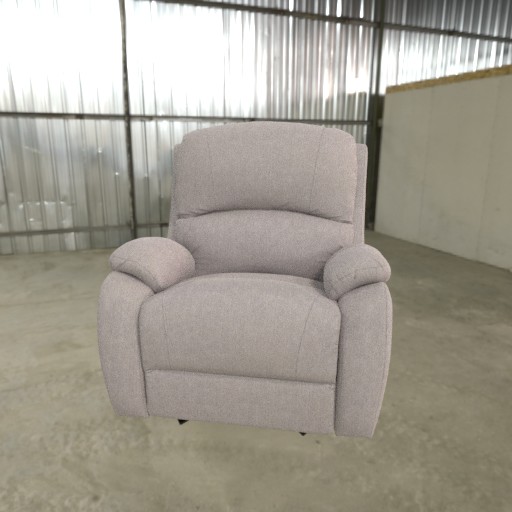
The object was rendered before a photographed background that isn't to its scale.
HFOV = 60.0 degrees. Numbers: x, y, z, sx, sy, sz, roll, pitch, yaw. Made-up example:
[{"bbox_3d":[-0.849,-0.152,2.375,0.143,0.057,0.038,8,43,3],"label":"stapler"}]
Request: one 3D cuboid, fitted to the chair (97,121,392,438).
[{"bbox_3d":[0.000,0.000,1.704,0.930,1.011,0.899,2,15,8],"label":"chair"}]
